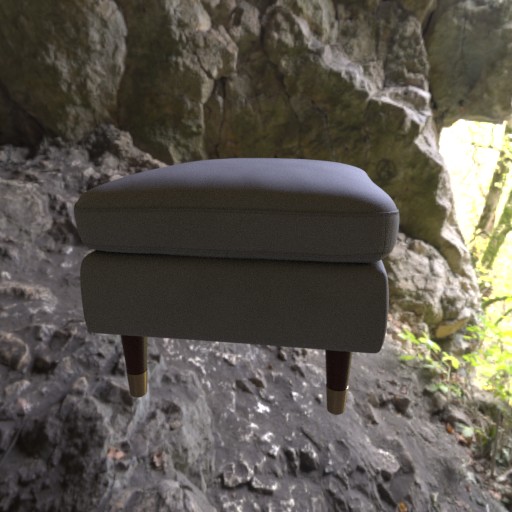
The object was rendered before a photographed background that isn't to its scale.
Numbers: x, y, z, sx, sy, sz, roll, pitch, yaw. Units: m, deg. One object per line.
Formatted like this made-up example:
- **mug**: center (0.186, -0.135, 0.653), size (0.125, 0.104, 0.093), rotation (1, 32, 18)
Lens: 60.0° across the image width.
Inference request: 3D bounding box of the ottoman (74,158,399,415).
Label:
- **ottoman**: center (0.000, 0.000, 1.126), size (0.593, 0.478, 0.747), rotation (2, 15, 8)
